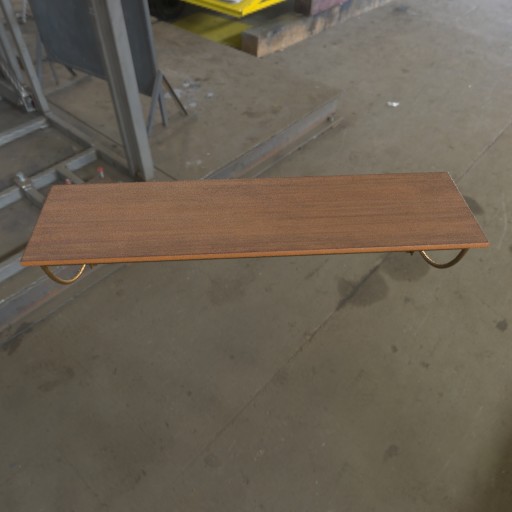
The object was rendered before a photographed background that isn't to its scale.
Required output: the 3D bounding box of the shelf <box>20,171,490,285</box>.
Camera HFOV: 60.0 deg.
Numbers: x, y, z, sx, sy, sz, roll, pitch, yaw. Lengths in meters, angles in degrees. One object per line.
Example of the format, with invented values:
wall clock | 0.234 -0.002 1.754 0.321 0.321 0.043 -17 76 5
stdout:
shelf | 0.000 0.000 0.723 0.636 0.190 0.166 -2 47 -2
